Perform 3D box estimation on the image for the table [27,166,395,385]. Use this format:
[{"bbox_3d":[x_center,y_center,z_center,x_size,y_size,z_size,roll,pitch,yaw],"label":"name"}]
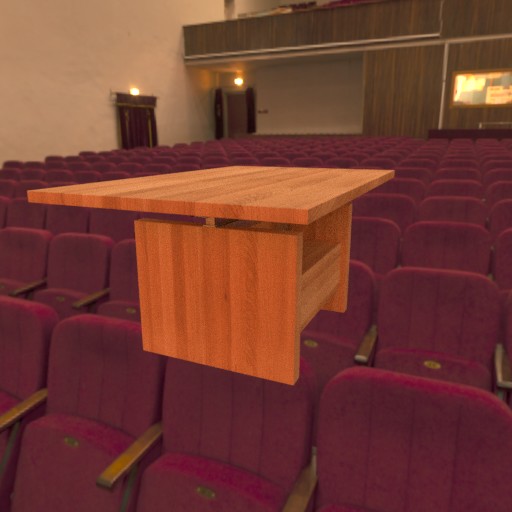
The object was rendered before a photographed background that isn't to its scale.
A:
[{"bbox_3d":[0.000,0.000,1.465,0.700,0.510,1.100,7,16,24],"label":"table"}]
